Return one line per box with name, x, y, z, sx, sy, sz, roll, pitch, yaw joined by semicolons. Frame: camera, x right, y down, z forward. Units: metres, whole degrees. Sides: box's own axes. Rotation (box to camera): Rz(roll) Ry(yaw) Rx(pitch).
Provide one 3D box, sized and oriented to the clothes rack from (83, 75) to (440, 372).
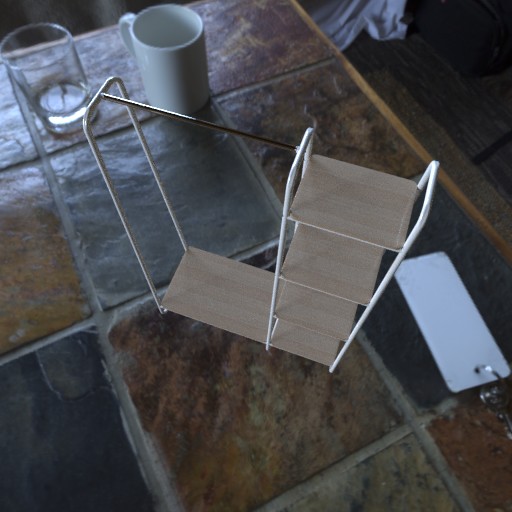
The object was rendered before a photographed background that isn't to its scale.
clothes rack;0.000;0.000;1.911;1.011;1.500;0.400;18;65;9
